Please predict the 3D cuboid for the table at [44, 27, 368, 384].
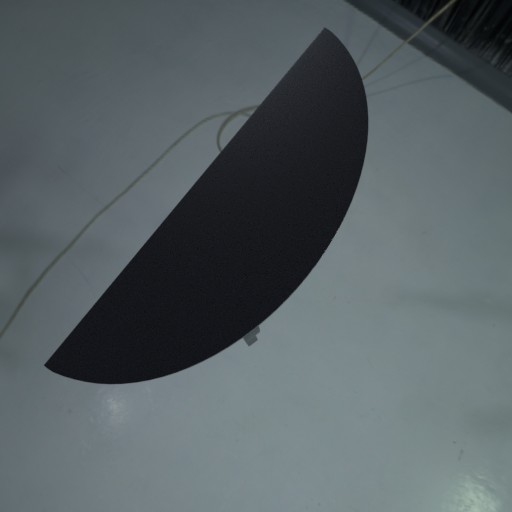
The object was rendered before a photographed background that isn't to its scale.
[{"bbox_3d":[0.000,0.000,1.555,0.394,0.780,1.219,36,79,8],"label":"table"}]
